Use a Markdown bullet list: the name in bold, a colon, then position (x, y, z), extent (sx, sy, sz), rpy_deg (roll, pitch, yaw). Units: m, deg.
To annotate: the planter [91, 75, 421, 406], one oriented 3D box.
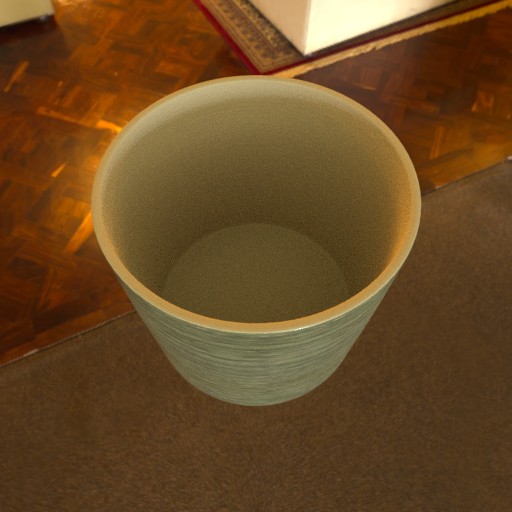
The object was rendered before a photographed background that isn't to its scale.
- **planter**: position (0.000, 0.000, 0.388), extent (0.221, 0.201, 0.221), rpy_deg (0, 59, 0)
